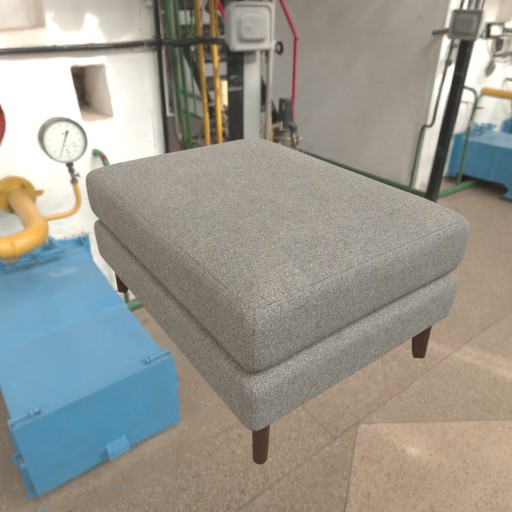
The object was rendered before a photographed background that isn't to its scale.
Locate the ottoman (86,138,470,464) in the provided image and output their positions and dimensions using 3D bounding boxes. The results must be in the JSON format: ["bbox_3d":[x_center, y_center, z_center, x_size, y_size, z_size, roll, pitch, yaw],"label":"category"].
[{"bbox_3d":[0.000,0.000,1.182,0.611,0.441,0.821,-20,35,-31],"label":"ottoman"}]
